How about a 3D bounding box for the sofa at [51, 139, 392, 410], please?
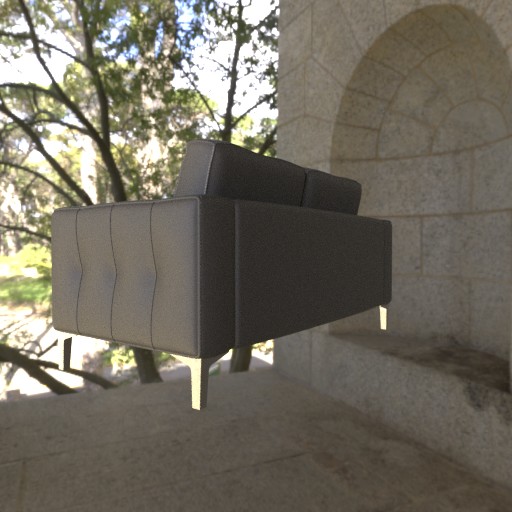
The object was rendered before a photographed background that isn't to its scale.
[{"bbox_3d":[0.000,0.000,2.217,0.833,0.892,1.726,1,1,36],"label":"sofa"}]
